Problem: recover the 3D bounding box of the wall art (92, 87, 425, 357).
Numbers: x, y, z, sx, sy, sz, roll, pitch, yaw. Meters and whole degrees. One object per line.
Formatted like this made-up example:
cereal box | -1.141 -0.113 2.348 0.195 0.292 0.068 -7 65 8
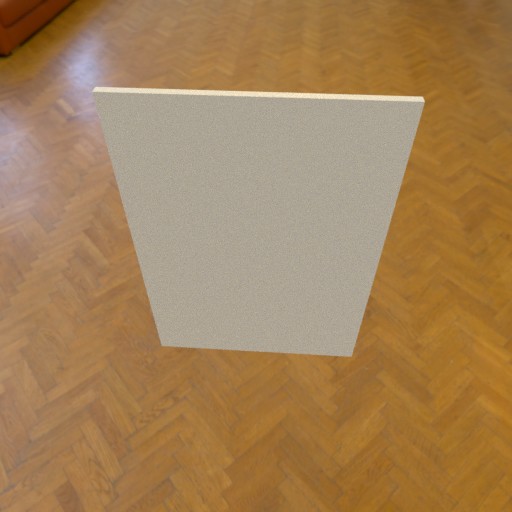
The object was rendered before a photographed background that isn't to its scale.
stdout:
wall art | 0.000 0.000 0.701 0.381 0.533 0.013 3 46 3
